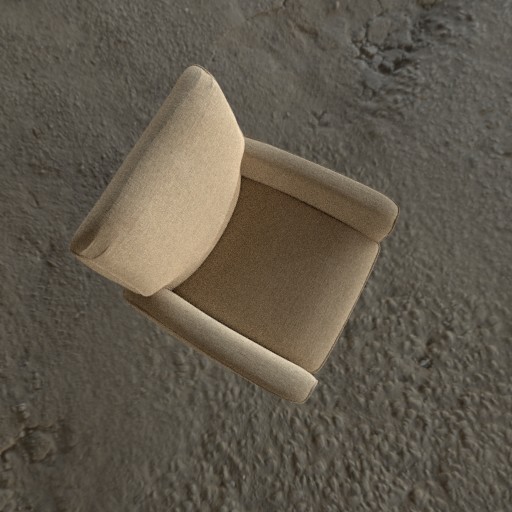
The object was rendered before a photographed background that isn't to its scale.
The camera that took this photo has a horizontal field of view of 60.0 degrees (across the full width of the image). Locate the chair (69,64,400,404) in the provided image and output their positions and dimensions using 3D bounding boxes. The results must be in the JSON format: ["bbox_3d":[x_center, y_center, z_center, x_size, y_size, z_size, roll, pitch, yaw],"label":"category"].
[{"bbox_3d":[0.000,0.000,1.699,0.858,1.028,0.841,28,78,6],"label":"chair"}]
